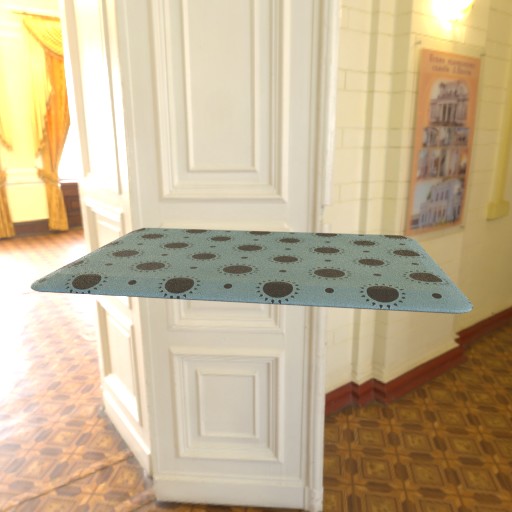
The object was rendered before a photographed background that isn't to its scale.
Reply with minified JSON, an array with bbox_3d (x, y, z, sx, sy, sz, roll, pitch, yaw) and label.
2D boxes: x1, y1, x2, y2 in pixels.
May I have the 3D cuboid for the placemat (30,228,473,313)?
[{"bbox_3d":[0.000,0.000,0.967,0.762,0.021,0.508,2,15,8],"label":"placemat"}]
